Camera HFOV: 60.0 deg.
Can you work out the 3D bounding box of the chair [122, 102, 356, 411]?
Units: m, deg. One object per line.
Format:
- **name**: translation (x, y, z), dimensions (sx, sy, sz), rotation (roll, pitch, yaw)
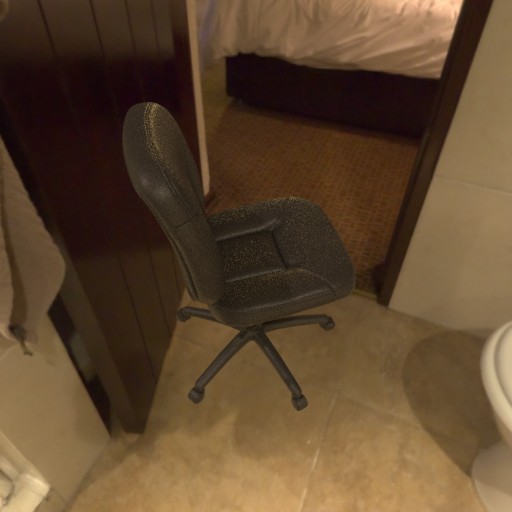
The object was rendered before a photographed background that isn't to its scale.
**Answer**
- **chair**: translation (0.000, 0.000, 1.412), dimensions (0.646, 0.959, 0.647), rotation (-10, 46, -10)
